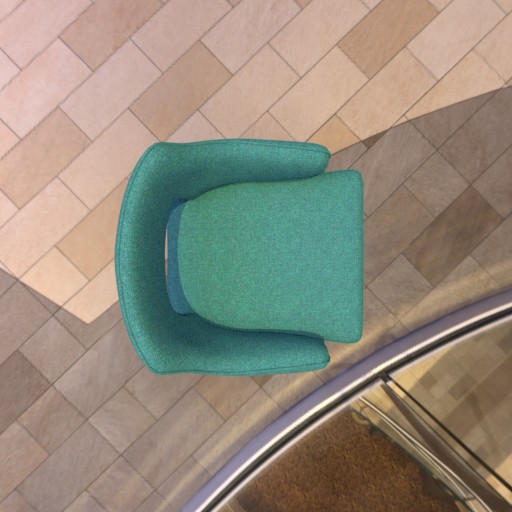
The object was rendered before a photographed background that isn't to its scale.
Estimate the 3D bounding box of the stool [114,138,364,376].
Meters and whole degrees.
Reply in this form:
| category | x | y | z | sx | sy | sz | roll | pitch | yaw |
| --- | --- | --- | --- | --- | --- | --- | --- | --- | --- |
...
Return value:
| category | x | y | z | sx | sy | sz | roll | pitch | yaw |
| --- | --- | --- | --- | --- | --- | --- | --- | --- | --- |
| stool | 0.000 | 0.000 | 1.295 | 0.556 | 0.961 | 0.548 | 0 | 91 | -1 |
